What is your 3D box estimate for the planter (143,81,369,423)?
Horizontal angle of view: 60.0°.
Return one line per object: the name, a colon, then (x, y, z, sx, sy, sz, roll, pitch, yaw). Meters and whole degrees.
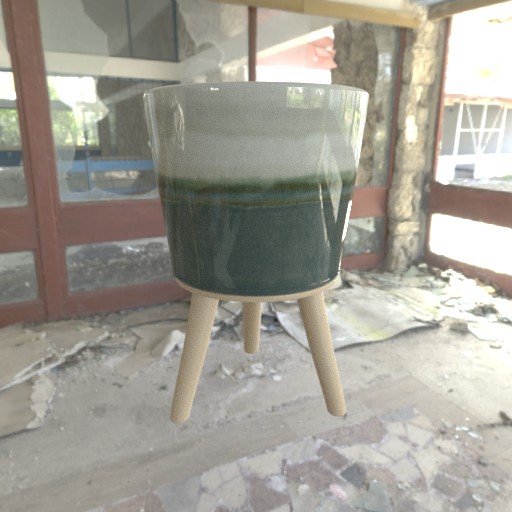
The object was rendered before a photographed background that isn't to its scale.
planter: (0.000, 0.000, 0.480, 0.217, 0.331, 0.217, 2, 15, 9)
